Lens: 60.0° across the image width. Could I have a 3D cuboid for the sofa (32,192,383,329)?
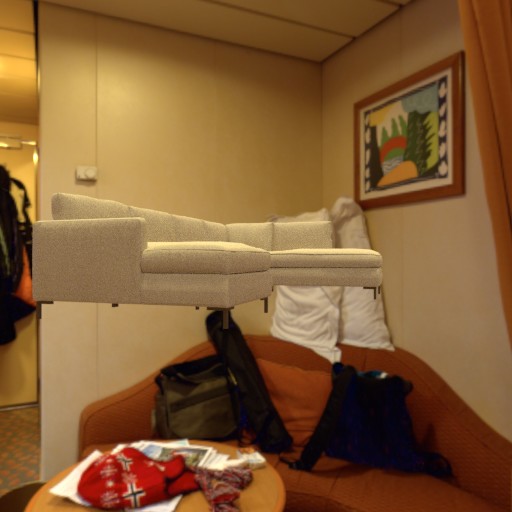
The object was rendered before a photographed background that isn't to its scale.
[{"bbox_3d":[0.000,0.000,3.558,1.879,0.756,2.737,0,-1,18],"label":"sofa"}]
